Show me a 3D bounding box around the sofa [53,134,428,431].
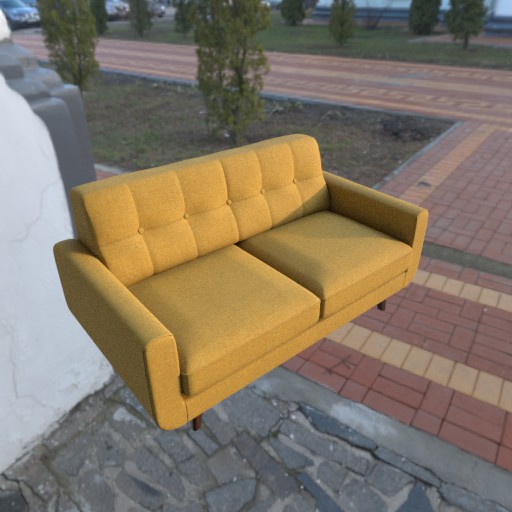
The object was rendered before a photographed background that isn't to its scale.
[{"bbox_3d":[0.000,0.000,2.194,1.631,0.841,0.909,-23,38,-33],"label":"sofa"}]
